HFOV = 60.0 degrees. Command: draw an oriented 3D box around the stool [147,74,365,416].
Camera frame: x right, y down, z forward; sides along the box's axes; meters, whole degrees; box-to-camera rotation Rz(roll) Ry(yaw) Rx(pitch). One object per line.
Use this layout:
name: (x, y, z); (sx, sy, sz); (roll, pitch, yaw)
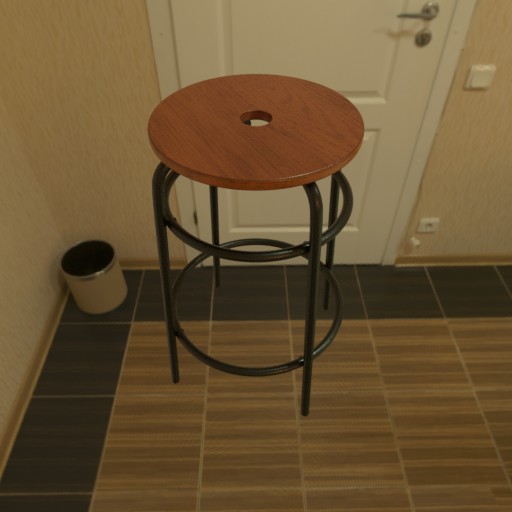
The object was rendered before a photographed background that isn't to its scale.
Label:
stool: (0.000, 0.000, 0.907); (0.455, 0.610, 0.455); (-22, 49, -21)
